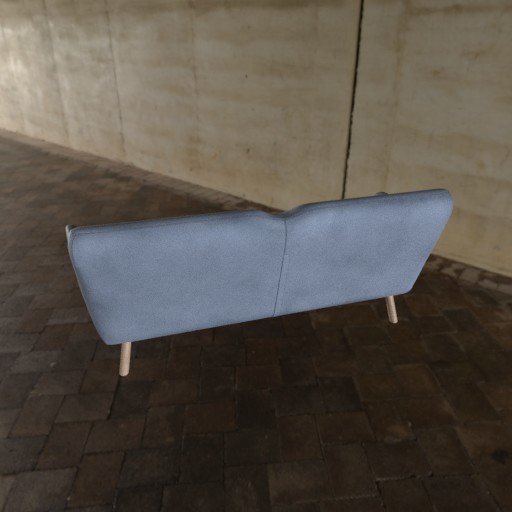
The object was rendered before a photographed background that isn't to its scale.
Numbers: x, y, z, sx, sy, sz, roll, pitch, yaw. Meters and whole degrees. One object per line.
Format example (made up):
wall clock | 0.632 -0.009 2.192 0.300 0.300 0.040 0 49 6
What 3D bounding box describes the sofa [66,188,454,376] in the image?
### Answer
sofa | 0.000 0.000 2.339 1.870 0.810 0.850 -8 28 -15
